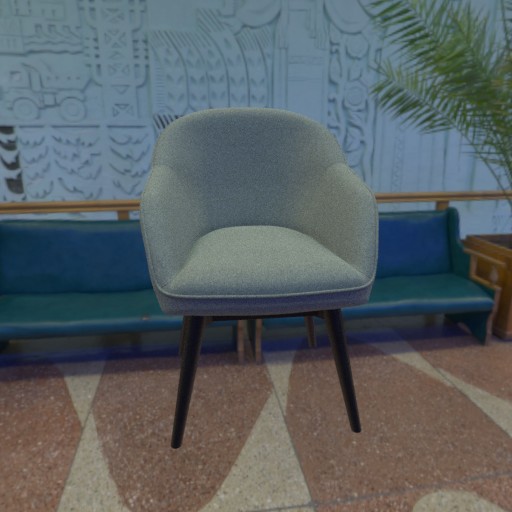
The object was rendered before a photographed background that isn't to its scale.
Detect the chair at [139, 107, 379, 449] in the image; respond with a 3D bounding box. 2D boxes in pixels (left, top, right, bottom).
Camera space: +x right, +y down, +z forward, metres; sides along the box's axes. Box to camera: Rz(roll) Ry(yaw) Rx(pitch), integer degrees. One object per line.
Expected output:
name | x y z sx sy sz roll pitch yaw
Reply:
chair | 0.000 0.000 1.244 0.589 0.810 0.611 -2 17 -7
